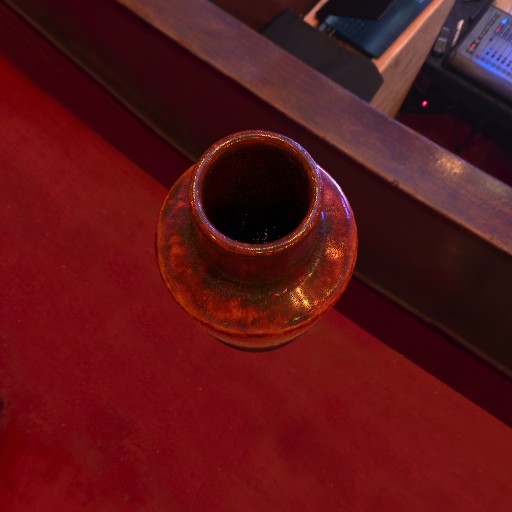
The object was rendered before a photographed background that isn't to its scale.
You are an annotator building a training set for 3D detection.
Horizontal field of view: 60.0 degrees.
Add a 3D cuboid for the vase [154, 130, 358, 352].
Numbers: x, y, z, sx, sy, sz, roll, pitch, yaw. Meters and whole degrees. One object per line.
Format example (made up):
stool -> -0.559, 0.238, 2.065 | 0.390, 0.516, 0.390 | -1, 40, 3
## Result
vase -> 0.000, 0.000, 0.272 | 0.108, 0.204, 0.108 | 0, 75, 0
